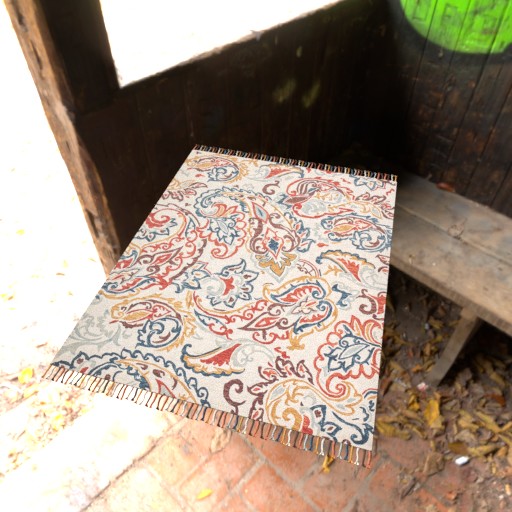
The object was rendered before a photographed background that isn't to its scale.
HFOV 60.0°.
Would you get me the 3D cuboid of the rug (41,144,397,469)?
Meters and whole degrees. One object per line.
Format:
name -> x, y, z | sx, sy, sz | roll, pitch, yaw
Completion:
rug -> 0.000, 0.000, 4.178 | 2.439, 0.015, 3.274 | 11, 47, 11
